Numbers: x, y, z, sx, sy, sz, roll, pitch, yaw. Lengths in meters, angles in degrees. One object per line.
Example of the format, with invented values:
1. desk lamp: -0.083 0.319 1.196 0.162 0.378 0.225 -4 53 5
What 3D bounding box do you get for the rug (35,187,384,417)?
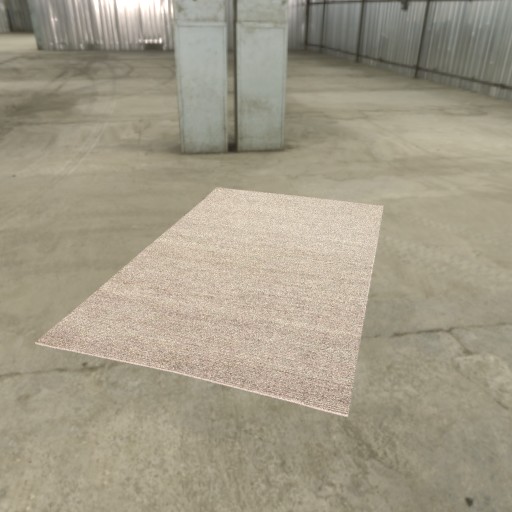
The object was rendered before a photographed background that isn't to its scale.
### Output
1. rug: 0.000 0.000 2.241 1.154 0.021 1.792 9 30 16
